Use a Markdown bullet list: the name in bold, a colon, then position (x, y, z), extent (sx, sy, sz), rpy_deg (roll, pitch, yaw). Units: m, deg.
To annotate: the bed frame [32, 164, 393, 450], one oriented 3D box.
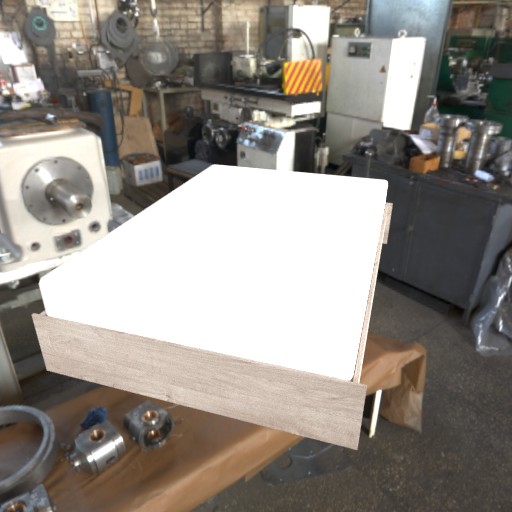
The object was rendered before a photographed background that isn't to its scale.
- **bed frame**: position (0.000, 0.000, 2.606), extent (1.445, 0.497, 1.945), rpy_deg (8, 28, 16)
